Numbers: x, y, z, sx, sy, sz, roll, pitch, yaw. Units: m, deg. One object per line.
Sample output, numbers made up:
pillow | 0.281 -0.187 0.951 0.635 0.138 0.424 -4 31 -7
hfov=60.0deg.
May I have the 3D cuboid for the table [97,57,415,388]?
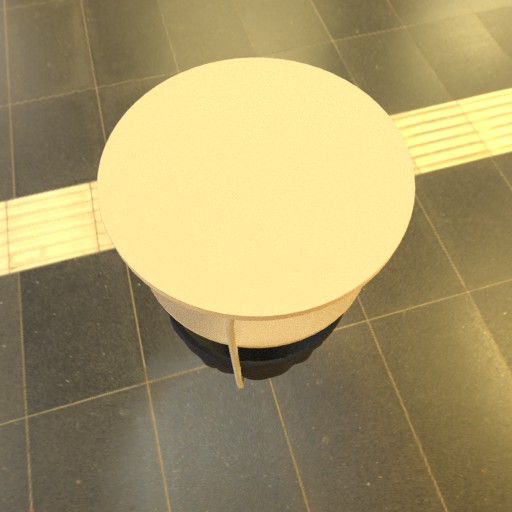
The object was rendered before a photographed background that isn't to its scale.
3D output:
table | 0.000 0.000 0.827 0.418 0.532 0.418 -33 68 -15
